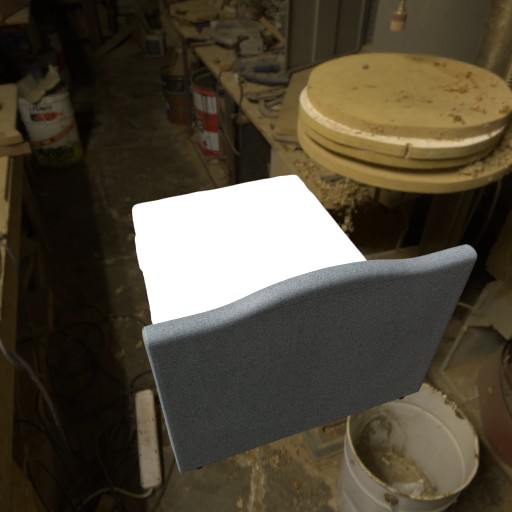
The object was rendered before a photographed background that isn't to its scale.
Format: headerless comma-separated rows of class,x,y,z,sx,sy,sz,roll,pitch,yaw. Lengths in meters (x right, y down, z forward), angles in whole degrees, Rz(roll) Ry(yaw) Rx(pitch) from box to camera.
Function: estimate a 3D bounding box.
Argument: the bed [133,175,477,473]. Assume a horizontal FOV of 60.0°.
bed,0.000,0.000,3.271,1.753,1.460,2.143,-13,43,-14
